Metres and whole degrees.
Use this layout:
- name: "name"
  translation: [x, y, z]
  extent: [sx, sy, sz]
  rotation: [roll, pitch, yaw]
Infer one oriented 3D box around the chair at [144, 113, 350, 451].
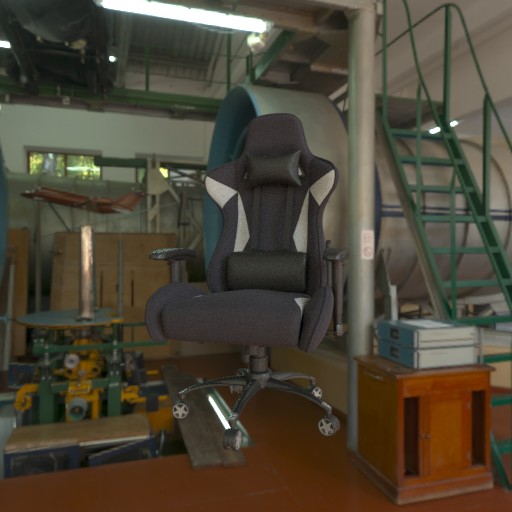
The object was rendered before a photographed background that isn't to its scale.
- name: "chair"
  translation: [0.000, 0.000, 1.756]
  extent: [0.730, 1.300, 0.695]
  rotation: [0, 0, 17]
